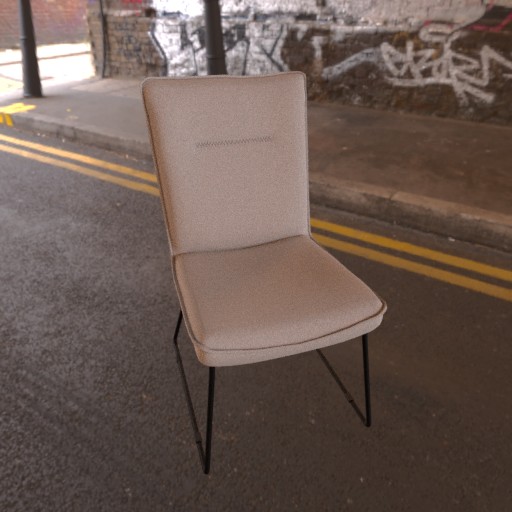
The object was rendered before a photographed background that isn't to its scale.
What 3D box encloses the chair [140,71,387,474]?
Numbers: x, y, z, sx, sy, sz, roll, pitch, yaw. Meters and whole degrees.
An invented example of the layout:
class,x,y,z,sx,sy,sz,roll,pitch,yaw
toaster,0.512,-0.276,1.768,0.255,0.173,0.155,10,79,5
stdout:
class,x,y,z,sx,sy,sz,roll,pitch,yaw
chair,0.000,0.000,1.312,0.515,0.930,0.688,-9,31,-15
